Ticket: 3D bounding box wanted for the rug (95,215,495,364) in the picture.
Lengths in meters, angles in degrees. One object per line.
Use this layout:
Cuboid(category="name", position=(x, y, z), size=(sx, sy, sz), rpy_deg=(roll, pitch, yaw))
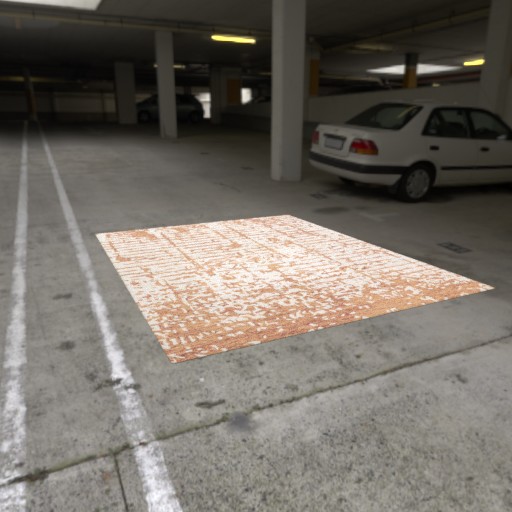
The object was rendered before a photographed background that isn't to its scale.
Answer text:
Cuboid(category="rug", position=(0.000, 0.000, 4.065), size=(2.441, 0.011, 3.050), rpy_deg=(-8, 18, -25))
